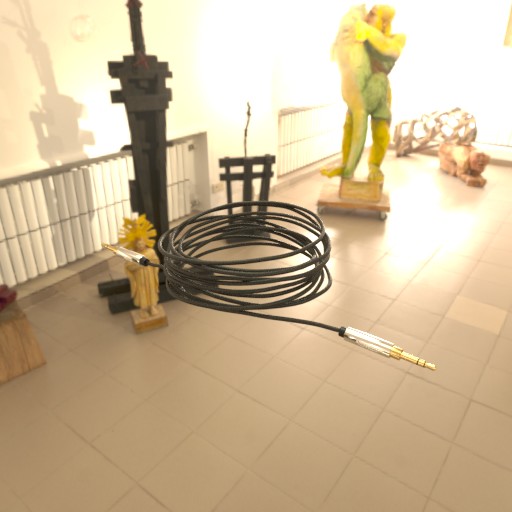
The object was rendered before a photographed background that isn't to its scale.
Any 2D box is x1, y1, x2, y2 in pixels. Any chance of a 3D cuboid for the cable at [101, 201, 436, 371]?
[{"bbox_3d":[0.000,0.000,0.502,0.432,0.069,0.198,19,32,32],"label":"cable"}]
